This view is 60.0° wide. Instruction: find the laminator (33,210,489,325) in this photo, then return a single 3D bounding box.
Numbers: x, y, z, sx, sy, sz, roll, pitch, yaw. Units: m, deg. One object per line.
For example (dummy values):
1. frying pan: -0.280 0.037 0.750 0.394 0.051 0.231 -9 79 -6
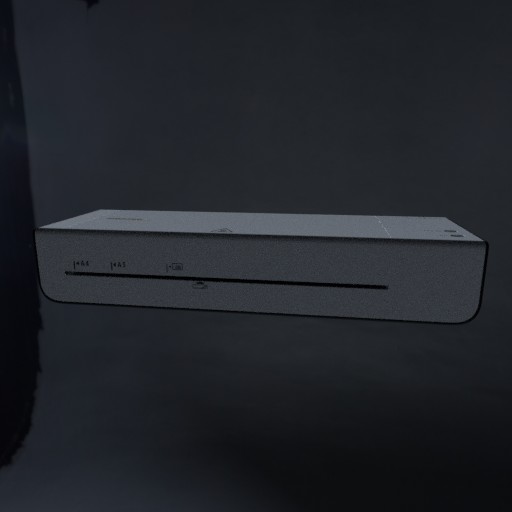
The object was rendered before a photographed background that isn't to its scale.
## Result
1. laminator: 0.000 0.000 0.392 0.340 0.062 0.123 2 14 8
